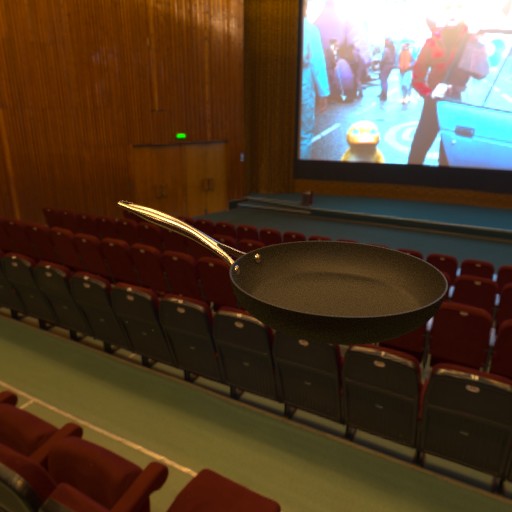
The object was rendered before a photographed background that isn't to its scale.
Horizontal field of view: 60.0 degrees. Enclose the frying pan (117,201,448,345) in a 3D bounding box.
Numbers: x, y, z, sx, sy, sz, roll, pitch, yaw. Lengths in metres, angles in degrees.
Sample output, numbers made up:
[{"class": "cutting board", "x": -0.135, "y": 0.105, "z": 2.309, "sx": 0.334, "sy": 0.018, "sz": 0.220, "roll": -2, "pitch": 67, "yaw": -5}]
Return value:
[{"class": "frying pan", "x": 0.000, "y": 0.000, "z": 0.587, "sx": 0.472, "sy": 0.105, "sz": 0.255, "roll": 10, "pitch": 21, "yaw": 27}]
